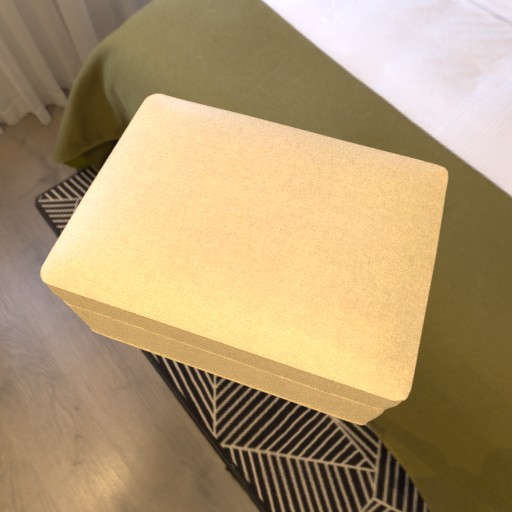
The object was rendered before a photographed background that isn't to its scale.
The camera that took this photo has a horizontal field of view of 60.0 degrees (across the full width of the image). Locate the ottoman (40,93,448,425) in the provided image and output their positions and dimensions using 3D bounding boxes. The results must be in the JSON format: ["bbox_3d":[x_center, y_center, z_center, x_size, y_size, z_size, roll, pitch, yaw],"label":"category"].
[{"bbox_3d":[0.000,0.000,1.226,0.843,0.504,0.619,17,65,8],"label":"ottoman"}]
